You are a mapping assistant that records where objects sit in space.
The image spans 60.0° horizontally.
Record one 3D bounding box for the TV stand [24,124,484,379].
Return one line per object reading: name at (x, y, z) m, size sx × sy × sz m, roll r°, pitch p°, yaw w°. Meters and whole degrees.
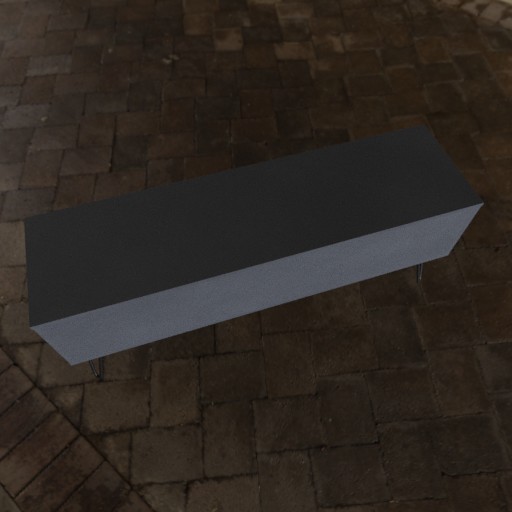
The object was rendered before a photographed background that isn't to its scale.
TV stand at (0.000, 0.000, 1.637) m, size 1.400 × 0.560 × 0.400 m, roll -15°, pitch 59°, yaw -9°
